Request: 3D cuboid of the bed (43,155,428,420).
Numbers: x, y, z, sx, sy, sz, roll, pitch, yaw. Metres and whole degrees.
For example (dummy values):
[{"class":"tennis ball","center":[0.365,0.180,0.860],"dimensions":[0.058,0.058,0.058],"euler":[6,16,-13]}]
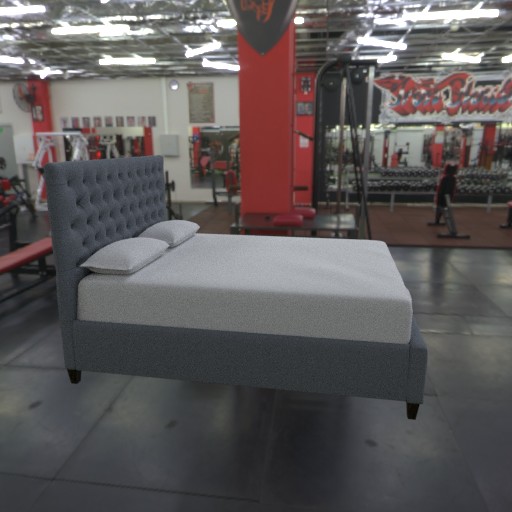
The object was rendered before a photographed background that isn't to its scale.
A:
[{"class":"bed","center":[0.000,0.000,3.327],"dimensions":[2.231,1.427,1.698],"euler":[3,15,10]}]
